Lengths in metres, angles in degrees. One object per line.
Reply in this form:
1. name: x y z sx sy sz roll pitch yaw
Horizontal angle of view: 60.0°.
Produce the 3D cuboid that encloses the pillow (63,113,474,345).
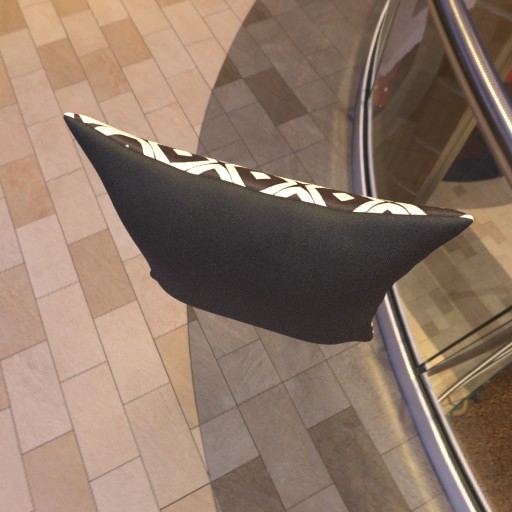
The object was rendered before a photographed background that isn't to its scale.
1. pillow: 0.000 0.000 0.739 0.504 0.494 0.188 16 65 8
